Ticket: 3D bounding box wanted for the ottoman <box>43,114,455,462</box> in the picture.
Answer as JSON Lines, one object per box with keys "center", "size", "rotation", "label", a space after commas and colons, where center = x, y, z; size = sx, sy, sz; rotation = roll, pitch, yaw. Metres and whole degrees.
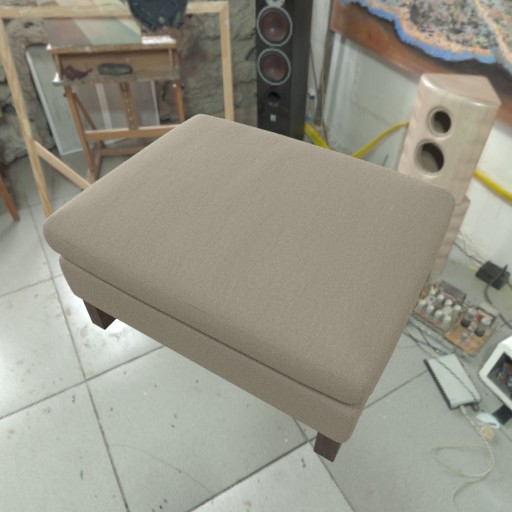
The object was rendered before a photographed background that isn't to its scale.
{"center": [0.000, 0.000, 1.096], "size": [0.771, 0.420, 0.606], "rotation": [23, 49, 21], "label": "ottoman"}
